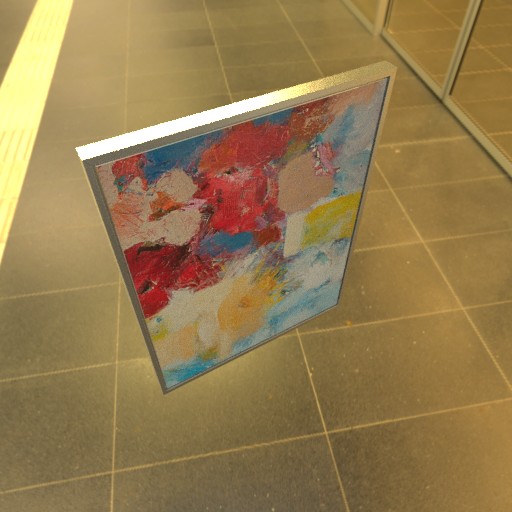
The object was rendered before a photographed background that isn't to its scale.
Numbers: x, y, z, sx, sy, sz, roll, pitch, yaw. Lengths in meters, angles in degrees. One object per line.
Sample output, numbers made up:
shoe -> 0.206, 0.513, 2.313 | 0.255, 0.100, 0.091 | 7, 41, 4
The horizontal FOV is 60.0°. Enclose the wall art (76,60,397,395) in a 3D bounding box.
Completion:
wall art -> 0.000, 0.000, 0.766 | 0.444, 0.569, 0.025 | -23, 52, -20
